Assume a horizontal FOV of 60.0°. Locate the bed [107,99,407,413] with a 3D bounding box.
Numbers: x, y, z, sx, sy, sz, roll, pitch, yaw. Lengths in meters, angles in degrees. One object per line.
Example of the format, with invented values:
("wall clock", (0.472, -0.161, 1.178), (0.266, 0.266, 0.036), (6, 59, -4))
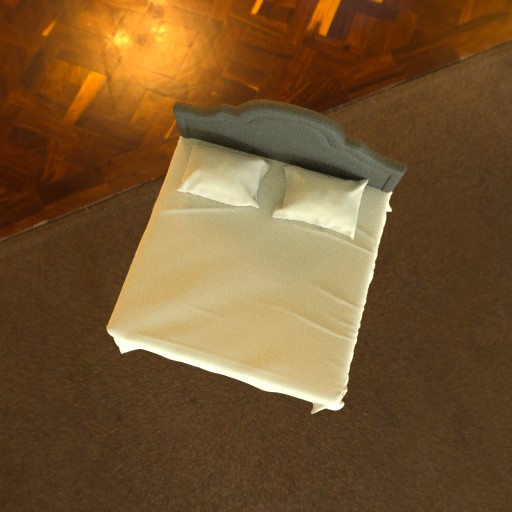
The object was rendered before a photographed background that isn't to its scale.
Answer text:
("bed", (0.000, 0.000, 3.770), (2.303, 1.631, 2.222), (16, 75, 4))
